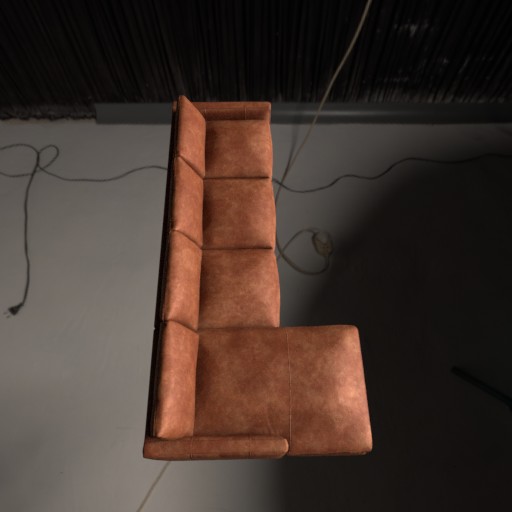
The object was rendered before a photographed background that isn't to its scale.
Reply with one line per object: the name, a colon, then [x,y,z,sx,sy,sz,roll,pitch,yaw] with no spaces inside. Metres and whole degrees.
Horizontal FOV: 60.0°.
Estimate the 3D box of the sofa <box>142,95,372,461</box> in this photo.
sofa: [0.000,0.000,3.593,1.471,0.859,2.993,-1,63,-1]
